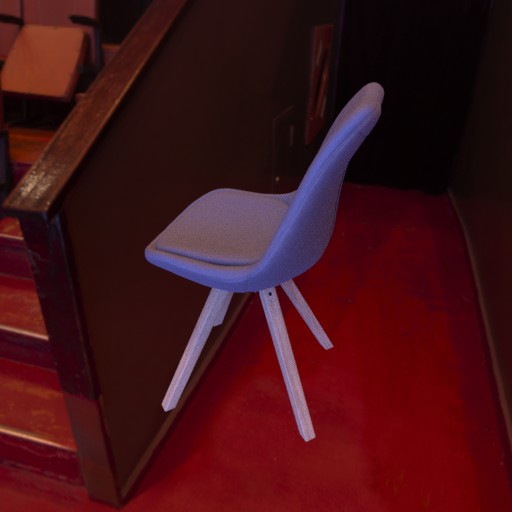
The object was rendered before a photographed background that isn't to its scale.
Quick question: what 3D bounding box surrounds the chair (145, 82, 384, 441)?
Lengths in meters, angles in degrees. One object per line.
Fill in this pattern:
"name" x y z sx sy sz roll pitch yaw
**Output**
"chair" 0.000 0.000 1.193 0.547 0.865 0.483 8 31 14
